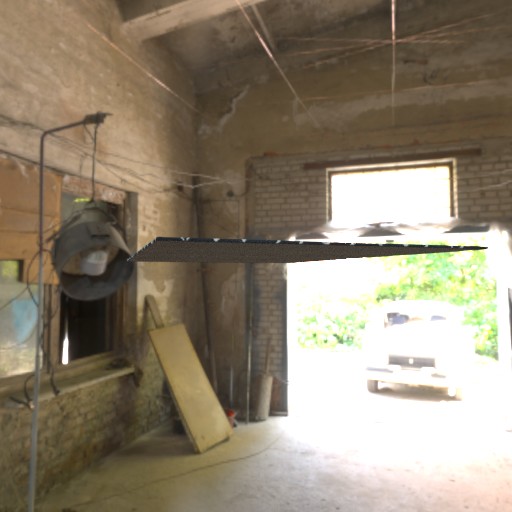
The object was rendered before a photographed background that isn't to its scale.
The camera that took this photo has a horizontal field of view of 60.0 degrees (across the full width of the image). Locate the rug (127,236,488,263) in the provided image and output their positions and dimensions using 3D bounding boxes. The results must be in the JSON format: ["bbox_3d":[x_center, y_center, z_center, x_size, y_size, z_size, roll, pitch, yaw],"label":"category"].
[{"bbox_3d":[0.000,0.000,2.315,1.223,0.013,1.830,1,-3,-19],"label":"rug"}]
